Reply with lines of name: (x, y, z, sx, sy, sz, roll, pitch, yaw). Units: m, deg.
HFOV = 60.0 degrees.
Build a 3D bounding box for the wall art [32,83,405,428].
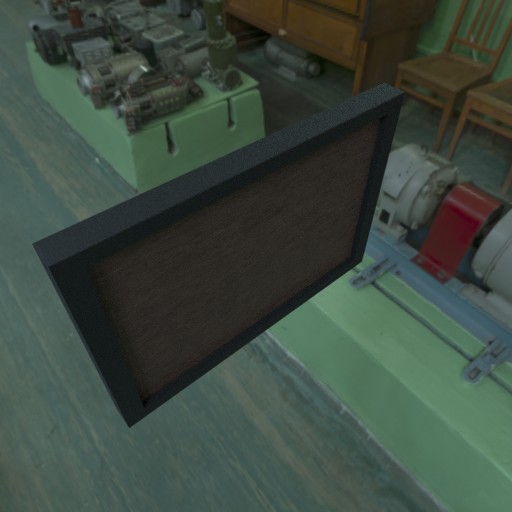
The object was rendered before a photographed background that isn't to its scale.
wall art: (0.000, 0.000, 0.839, 0.671, 0.456, 0.051, -31, 54, -26)
